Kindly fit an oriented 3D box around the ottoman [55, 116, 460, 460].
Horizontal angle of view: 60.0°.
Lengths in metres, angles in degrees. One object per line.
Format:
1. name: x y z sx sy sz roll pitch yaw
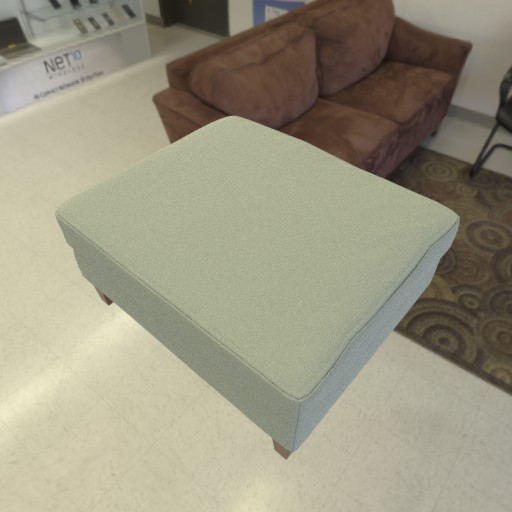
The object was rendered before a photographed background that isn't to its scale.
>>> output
1. ottoman: 0.000 0.000 1.505 0.991 0.494 0.842 32 53 28
